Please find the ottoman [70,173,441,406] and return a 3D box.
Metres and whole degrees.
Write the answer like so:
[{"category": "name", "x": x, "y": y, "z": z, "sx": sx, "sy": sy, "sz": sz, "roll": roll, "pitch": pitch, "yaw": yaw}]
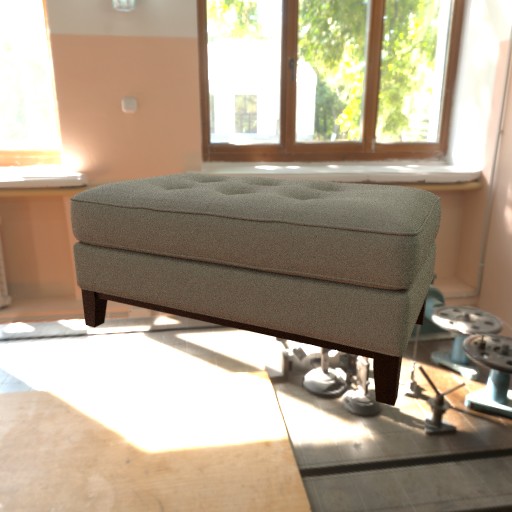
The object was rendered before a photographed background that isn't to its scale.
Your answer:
[{"category": "ottoman", "x": 0.000, "y": 0.000, "z": 1.555, "sx": 1.143, "sy": 0.508, "sz": 0.648, "roll": 8, "pitch": 17, "yaw": 26}]
